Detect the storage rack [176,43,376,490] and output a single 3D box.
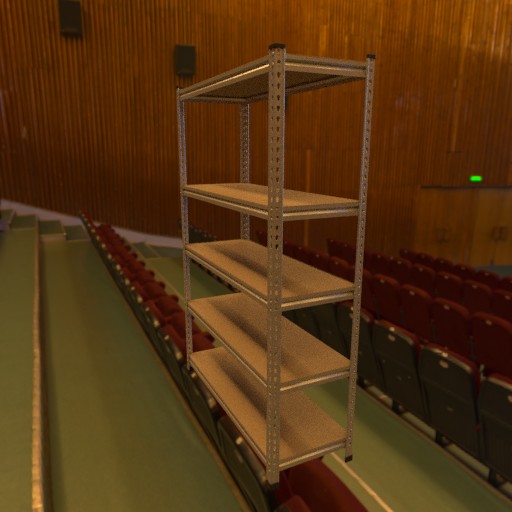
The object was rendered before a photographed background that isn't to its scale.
[{"bbox_3d":[0.000,0.000,2.377,0.457,1.829,1.219,-7,15,-25],"label":"storage rack"}]
